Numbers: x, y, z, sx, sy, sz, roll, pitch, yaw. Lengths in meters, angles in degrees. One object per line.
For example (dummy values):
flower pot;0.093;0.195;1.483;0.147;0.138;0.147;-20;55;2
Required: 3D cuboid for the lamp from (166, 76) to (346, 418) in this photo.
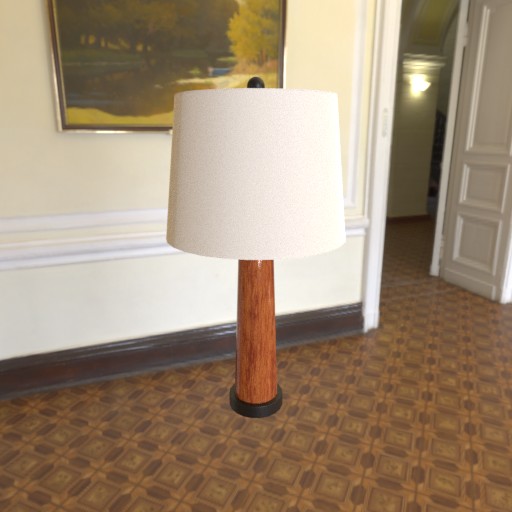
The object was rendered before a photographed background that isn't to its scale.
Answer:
lamp;0.000;0.000;0.884;0.349;0.667;0.349;0;16;0
